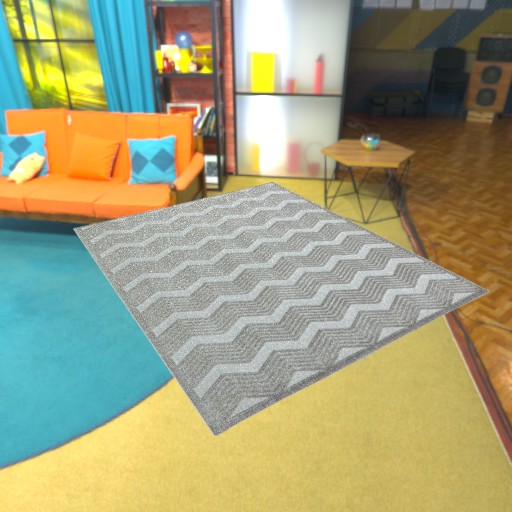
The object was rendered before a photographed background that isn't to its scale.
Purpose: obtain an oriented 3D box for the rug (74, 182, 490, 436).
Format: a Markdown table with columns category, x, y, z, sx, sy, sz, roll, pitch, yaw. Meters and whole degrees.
| category | x | y | z | sx | sy | sz | roll | pitch | yaw |
| --- | --- | --- | --- | --- | --- | --- | --- | --- | --- |
| rug | 0.000 | 0.000 | 3.862 | 2.391 | 0.005 | 2.880 | -18 | 34 | -29 |
